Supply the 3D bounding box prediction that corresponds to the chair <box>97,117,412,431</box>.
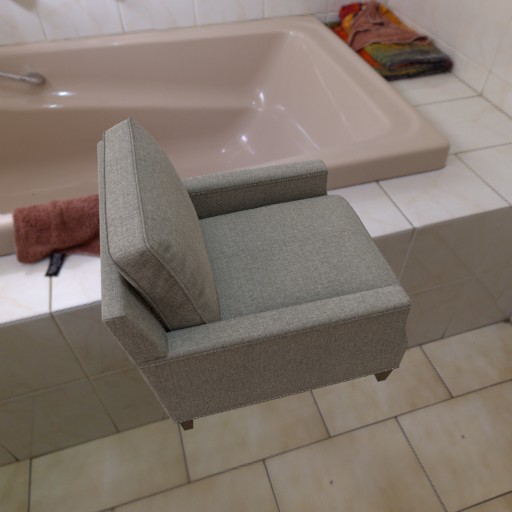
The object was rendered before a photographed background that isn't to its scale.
[{"bbox_3d":[0.000,0.000,1.706,1.014,0.943,0.853,-11,47,-10],"label":"chair"}]
